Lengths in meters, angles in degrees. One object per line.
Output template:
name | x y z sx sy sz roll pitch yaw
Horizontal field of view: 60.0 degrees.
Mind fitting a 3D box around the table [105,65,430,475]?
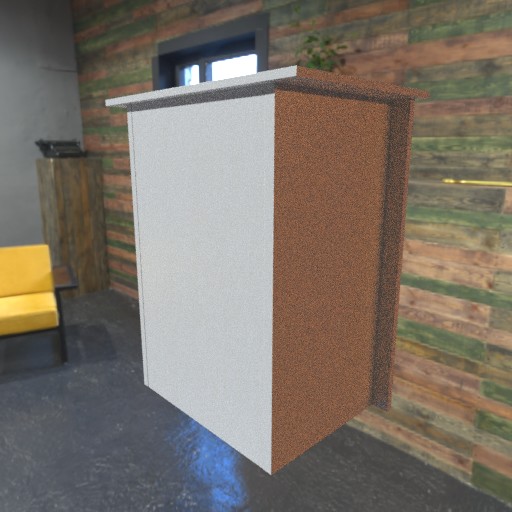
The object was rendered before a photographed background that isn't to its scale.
table | 0.000 0.000 1.042 0.406 0.711 0.589 -12 18 -42
